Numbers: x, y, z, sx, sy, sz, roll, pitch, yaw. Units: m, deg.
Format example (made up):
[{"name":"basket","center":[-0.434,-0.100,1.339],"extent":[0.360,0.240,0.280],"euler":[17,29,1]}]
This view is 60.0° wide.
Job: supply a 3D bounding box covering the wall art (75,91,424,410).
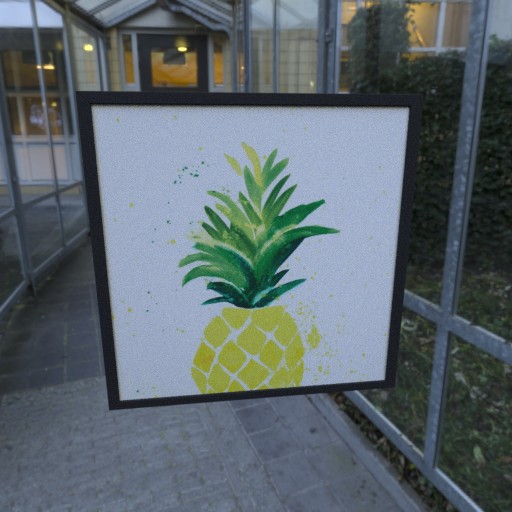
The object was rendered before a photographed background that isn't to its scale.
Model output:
[{"name":"wall art","center":[0.000,0.000,0.442],"extent":[0.305,0.304,0.033],"euler":[-2,16,-8]}]
